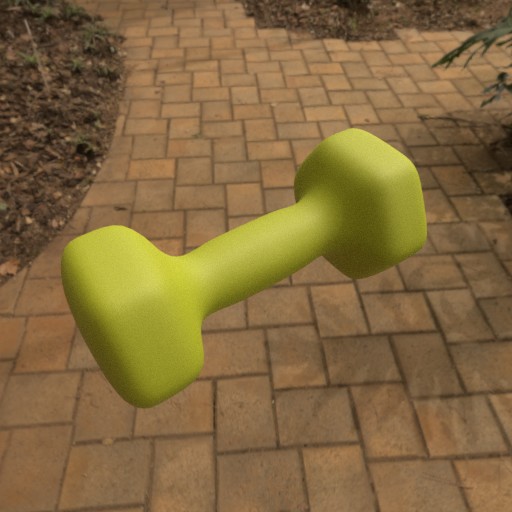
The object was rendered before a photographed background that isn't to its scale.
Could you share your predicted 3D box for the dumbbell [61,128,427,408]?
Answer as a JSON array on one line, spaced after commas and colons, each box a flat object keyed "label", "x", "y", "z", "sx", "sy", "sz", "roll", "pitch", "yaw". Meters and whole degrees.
[{"label": "dumbbell", "x": 0.000, "y": 0.000, "z": 0.207, "sx": 0.164, "sy": 0.072, "sz": 0.080, "roll": -26, "pitch": 52, "yaw": -22}]
